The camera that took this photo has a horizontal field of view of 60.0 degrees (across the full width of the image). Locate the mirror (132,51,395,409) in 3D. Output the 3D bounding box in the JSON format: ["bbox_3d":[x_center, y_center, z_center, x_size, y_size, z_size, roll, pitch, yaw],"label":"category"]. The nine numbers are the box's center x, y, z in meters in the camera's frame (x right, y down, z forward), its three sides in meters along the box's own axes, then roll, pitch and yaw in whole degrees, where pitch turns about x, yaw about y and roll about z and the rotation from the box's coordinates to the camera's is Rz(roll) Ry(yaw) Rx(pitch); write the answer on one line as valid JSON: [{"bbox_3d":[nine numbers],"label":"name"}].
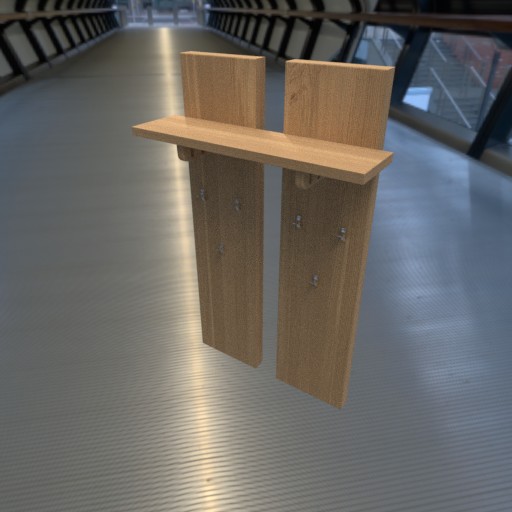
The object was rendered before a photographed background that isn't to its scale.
[{"bbox_3d":[0.000,0.000,1.553,0.800,1.250,0.260,19,35,29],"label":"mirror"}]
